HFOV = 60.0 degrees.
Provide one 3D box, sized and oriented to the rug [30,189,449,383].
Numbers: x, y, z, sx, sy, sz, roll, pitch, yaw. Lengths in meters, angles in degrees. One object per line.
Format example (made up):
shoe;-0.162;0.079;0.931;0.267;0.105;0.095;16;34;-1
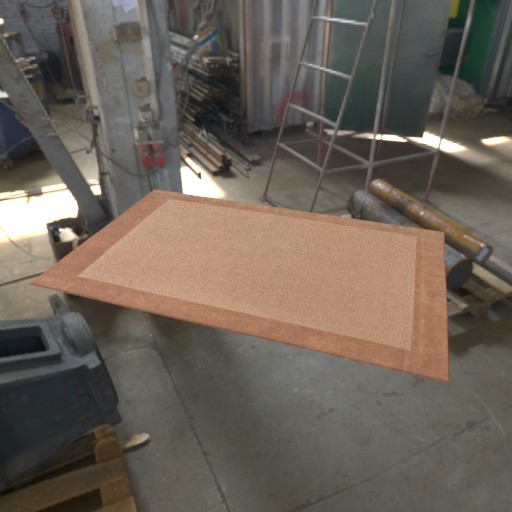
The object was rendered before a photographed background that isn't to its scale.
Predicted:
rug;0.000;0.000;3.016;2.438;0.014;1.524;10;34;16
